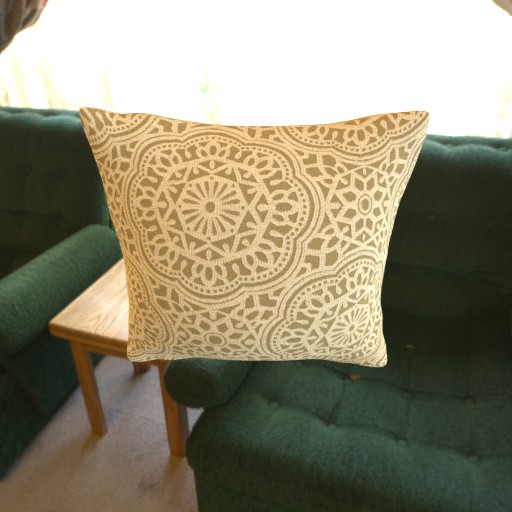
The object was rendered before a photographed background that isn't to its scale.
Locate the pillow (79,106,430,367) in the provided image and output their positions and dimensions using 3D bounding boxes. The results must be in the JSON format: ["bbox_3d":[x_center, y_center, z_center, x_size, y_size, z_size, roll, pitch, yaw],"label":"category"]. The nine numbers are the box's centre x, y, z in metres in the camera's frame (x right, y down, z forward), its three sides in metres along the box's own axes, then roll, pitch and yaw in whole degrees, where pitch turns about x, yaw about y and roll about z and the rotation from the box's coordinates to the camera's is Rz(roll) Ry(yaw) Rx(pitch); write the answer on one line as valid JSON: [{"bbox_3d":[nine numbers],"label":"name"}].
[{"bbox_3d":[0.000,0.000,0.647,0.438,0.421,0.167,1,30,1],"label":"pillow"}]
